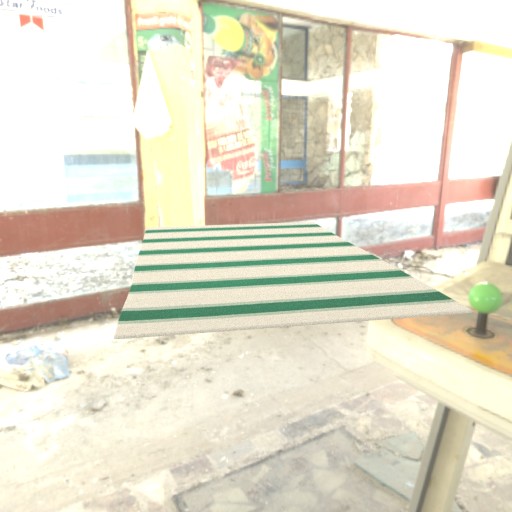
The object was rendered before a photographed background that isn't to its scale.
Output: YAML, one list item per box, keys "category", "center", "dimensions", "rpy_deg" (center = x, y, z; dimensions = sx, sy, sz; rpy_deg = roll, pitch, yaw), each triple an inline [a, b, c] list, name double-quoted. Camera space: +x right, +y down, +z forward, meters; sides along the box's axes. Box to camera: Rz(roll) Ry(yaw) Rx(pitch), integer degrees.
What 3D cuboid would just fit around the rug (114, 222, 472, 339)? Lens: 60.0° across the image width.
- category: "rug"
  center: [0.000, 0.000, 2.315]
  dimensions: [1.210, 0.012, 1.829]
  rpy_deg: [-3, 14, -10]
